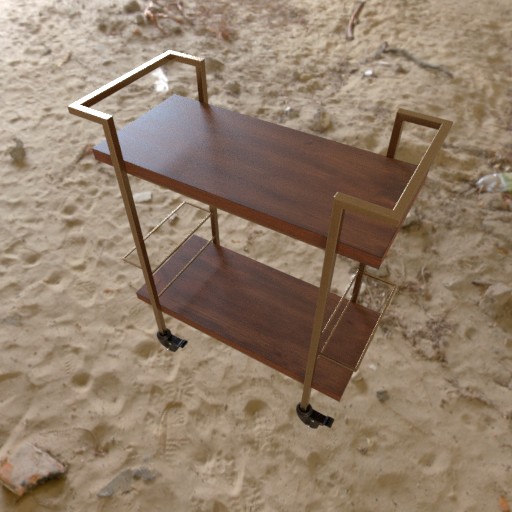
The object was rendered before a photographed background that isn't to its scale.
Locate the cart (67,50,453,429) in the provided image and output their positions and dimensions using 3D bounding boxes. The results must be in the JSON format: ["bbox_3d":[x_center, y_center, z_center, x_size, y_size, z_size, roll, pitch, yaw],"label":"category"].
[{"bbox_3d":[0.000,0.000,1.160,0.695,0.807,0.364,23,50,20],"label":"cart"}]
